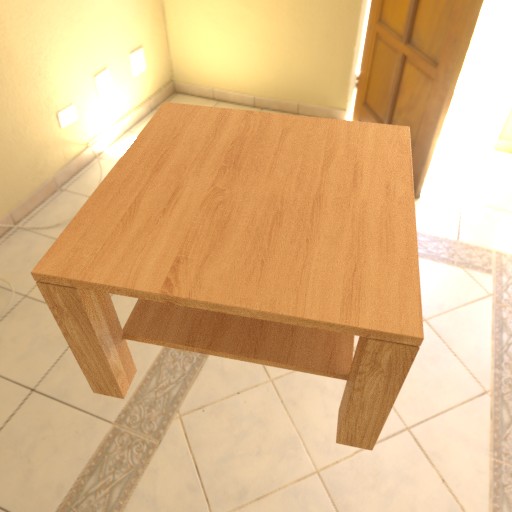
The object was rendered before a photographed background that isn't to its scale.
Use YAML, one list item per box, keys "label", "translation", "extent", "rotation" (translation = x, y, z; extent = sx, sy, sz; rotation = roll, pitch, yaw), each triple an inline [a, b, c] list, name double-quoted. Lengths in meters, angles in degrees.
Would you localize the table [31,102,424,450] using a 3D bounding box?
- label: "table"
  translation: [0.000, 0.000, 1.162]
  extent: [0.700, 0.450, 0.700]
  rotation: [9, 45, 8]
